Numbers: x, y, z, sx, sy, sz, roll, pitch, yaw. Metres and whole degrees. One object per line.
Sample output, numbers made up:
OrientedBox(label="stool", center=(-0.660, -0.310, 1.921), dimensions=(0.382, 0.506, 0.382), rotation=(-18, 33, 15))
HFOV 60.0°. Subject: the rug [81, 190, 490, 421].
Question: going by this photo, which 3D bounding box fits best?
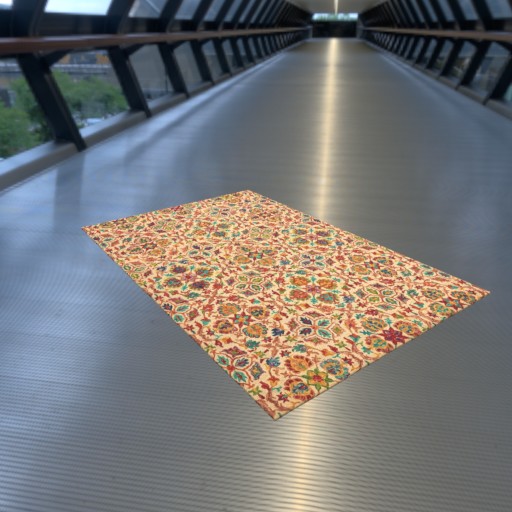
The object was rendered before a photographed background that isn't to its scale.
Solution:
OrientedBox(label="rug", center=(0.000, 0.000, 2.296), dimensions=(1.226, 0.013, 1.838), rotation=(-18, 31, -32))
